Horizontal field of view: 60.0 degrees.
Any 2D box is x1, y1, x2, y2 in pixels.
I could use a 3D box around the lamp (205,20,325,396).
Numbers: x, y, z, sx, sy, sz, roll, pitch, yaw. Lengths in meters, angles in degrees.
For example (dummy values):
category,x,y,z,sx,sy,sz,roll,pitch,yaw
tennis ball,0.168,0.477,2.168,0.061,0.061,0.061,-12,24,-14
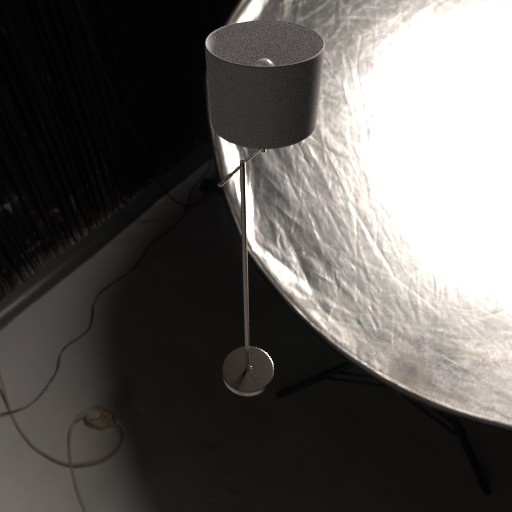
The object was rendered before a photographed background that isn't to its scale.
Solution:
category,x,y,z,sx,sy,sz,roll,pitch,yaw
lamp,0.000,0.000,1.750,0.324,1.600,0.416,24,51,21
